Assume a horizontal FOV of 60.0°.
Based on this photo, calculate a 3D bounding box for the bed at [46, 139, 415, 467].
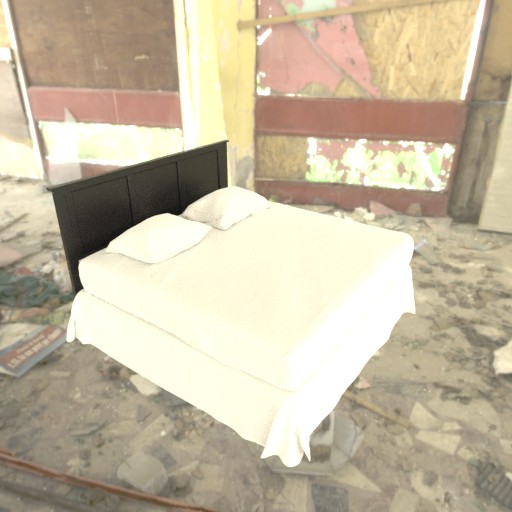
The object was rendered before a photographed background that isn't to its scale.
[{"bbox_3d":[0.000,0.000,3.604,2.219,1.271,2.315,18,32,32],"label":"bed"}]
